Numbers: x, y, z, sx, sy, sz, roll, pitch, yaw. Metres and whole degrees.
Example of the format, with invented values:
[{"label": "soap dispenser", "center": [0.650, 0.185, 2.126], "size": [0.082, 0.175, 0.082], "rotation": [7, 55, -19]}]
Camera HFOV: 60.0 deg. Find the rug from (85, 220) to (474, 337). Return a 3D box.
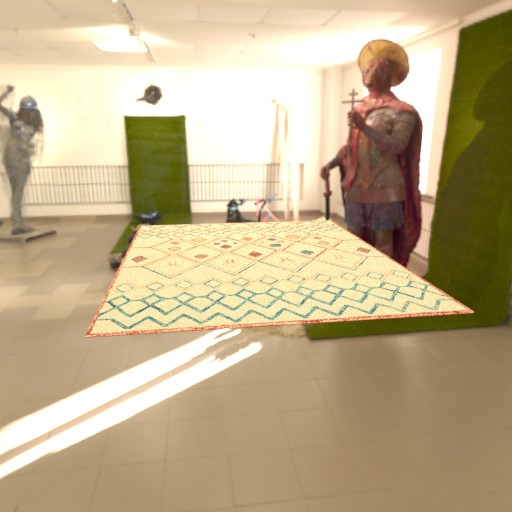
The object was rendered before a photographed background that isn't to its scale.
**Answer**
[{"label": "rug", "center": [0.000, 0.000, 4.171], "size": [2.441, 0.016, 3.050], "rotation": [-2, 16, -8]}]
